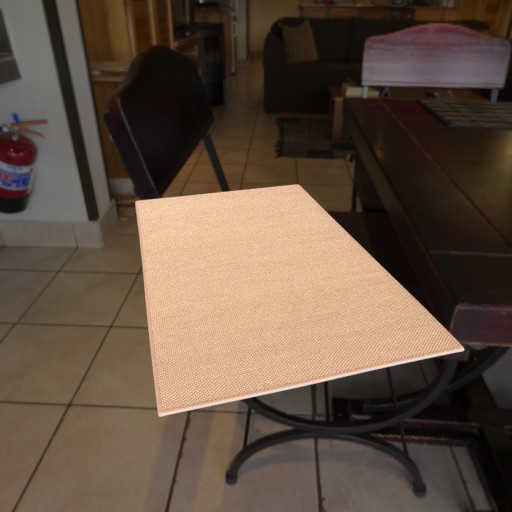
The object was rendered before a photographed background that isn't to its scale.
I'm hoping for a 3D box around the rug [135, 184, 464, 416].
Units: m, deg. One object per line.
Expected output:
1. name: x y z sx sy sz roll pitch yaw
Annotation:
1. rug: 0.000 0.000 2.129 1.067 0.013 1.676 -8 31 -13
